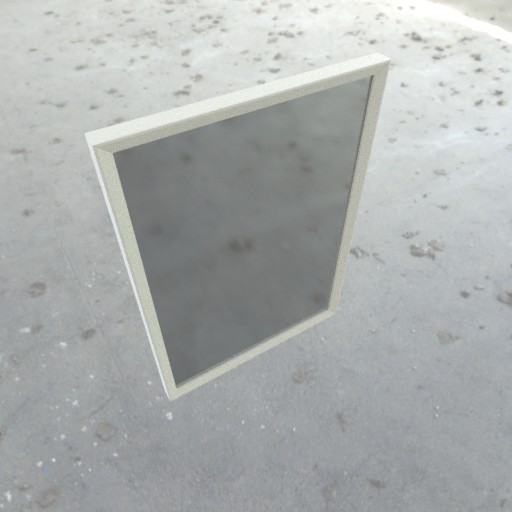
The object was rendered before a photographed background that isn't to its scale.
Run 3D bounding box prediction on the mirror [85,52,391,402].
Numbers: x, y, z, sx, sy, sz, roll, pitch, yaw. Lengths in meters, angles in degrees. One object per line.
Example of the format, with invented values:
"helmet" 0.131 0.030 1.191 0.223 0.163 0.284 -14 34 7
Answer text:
"mirror" 0.000 0.000 0.917 0.507 0.710 0.039 -24 51 -21
